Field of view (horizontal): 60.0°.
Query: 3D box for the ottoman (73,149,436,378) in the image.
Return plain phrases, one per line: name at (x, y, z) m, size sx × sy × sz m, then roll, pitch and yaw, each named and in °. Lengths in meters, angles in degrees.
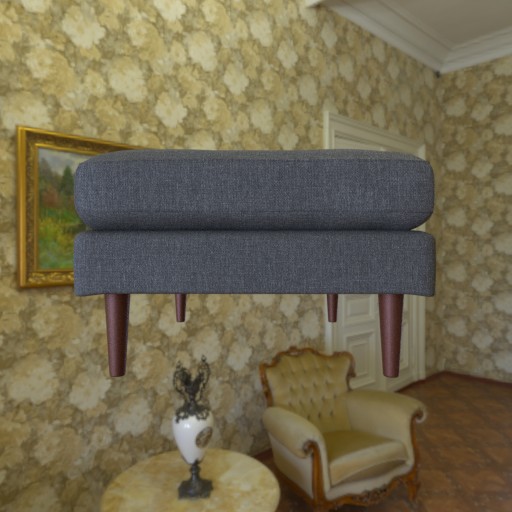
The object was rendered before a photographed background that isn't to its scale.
ottoman at (0.000, 0.000, 1.231) m, size 0.693 × 0.474 × 0.821 m, roll 0°, pitch 0°, yaw 0°
